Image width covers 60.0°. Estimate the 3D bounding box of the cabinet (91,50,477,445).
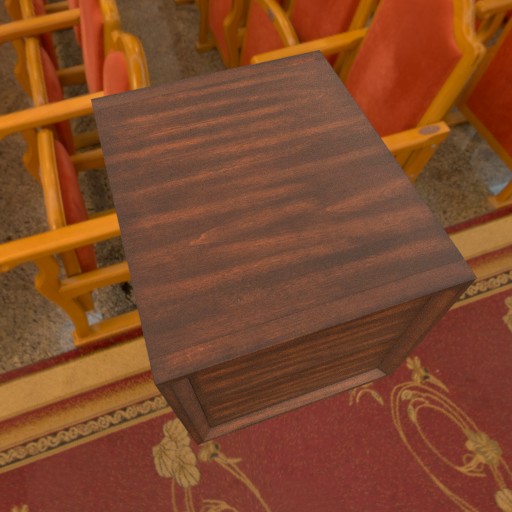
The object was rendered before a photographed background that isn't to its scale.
[{"bbox_3d":[0.000,0.000,0.826,0.402,0.455,0.500,-16,60,-10],"label":"cabinet"}]
